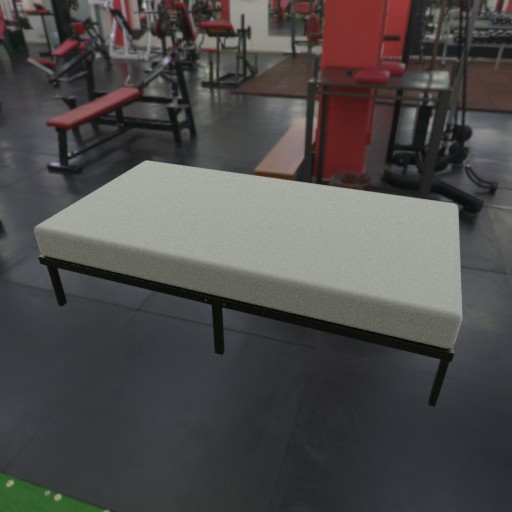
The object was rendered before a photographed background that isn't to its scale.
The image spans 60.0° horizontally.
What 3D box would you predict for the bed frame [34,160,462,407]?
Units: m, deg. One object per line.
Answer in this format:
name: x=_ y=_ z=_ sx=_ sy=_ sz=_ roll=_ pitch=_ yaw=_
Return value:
bed frame: x=0.000 y=0.000 z=3.210 sx=2.635 sy=0.680 sz=1.393 roll=11 pitch=34 yaw=17
